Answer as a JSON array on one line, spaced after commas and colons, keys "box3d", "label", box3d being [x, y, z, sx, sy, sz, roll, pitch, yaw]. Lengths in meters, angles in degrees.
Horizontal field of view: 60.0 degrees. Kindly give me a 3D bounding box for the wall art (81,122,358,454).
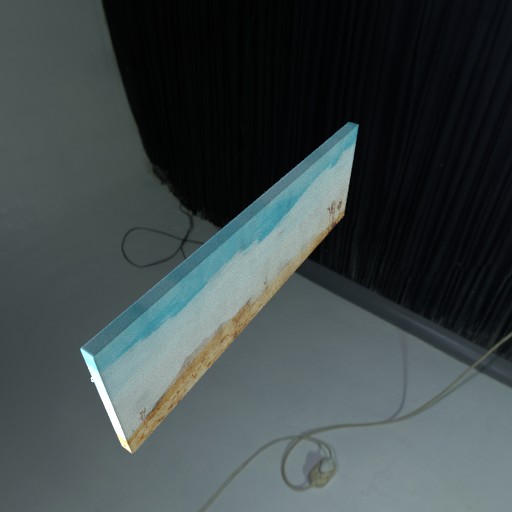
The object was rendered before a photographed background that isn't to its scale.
[{"box3d": [0.000, 0.000, 0.851, 0.044, 0.254, 0.759, 24, 47, 25], "label": "wall art"}]
